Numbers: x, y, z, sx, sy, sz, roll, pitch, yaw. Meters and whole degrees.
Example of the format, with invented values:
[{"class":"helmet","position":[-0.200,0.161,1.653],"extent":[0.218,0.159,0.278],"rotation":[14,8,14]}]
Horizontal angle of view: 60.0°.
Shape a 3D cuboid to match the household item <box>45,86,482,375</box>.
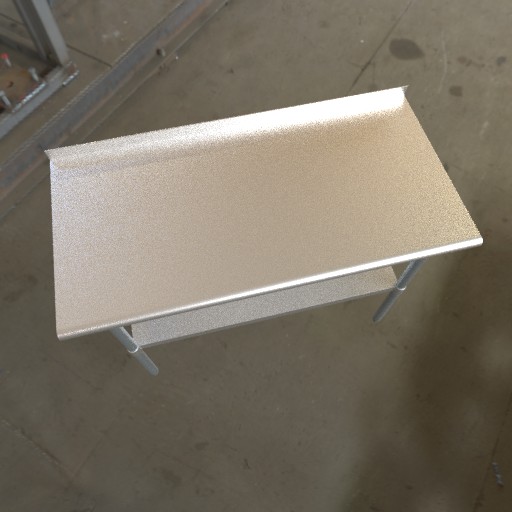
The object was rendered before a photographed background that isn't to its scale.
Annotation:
[{"class":"household item","position":[0.000,0.000,1.700],"extent":[1.219,0.851,0.610],"rotation":[-12,63,-6]}]
